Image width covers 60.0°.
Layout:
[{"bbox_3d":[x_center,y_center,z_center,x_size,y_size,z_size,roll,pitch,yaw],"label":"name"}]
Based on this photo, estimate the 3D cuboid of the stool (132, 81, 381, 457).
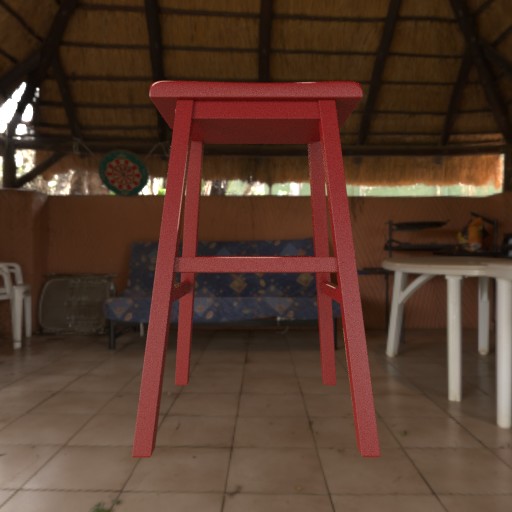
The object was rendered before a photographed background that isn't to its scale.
[{"bbox_3d":[0.000,0.000,1.050,0.457,0.737,0.476,0,0,0],"label":"stool"}]
